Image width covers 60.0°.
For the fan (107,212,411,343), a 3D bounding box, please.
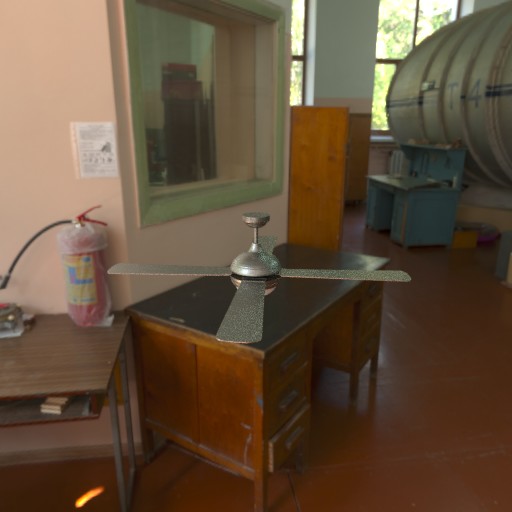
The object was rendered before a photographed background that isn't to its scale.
[{"bbox_3d":[0.000,0.000,2.024,1.321,0.381,1.321,8,18,24],"label":"fan"}]
